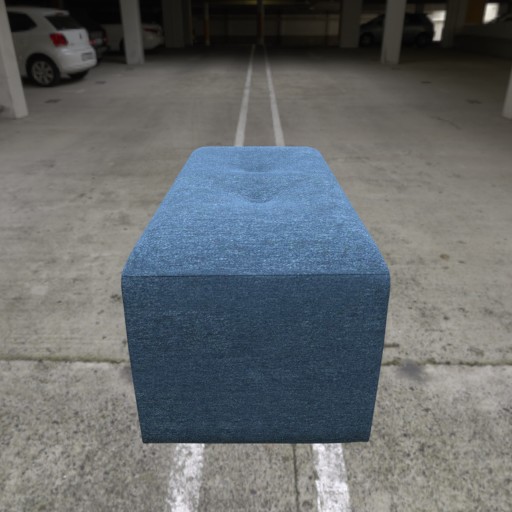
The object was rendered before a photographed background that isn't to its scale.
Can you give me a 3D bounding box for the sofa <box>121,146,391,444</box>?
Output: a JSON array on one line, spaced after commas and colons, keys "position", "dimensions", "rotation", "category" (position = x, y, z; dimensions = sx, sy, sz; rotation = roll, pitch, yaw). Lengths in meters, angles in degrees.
[{"position": [0.000, 0.000, 1.226], "dimensions": [0.480, 0.470, 0.930], "rotation": [0, 25, 0], "category": "sofa"}]
